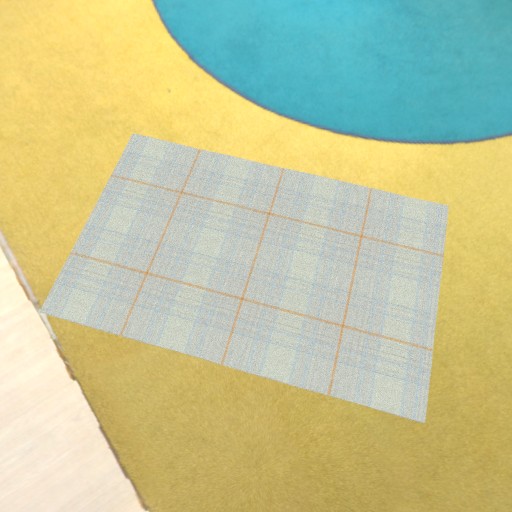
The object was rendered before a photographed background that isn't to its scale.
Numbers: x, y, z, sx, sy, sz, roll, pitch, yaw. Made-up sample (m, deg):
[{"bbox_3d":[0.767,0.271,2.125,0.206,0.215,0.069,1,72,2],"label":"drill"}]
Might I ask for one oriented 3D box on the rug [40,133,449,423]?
[{"bbox_3d":[0.000,0.000,3.002,2.442,0.016,1.527,14,65,7],"label":"rug"}]
